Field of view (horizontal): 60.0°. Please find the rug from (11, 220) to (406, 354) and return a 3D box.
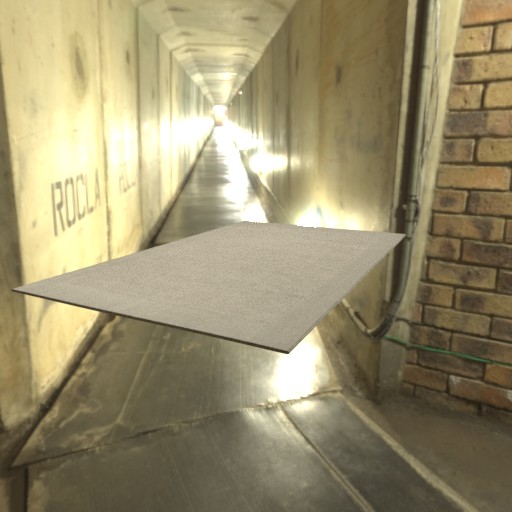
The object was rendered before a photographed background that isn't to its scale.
[{"bbox_3d":[0.000,0.000,2.942,1.524,0.014,2.438,7,15,27],"label":"rug"}]
